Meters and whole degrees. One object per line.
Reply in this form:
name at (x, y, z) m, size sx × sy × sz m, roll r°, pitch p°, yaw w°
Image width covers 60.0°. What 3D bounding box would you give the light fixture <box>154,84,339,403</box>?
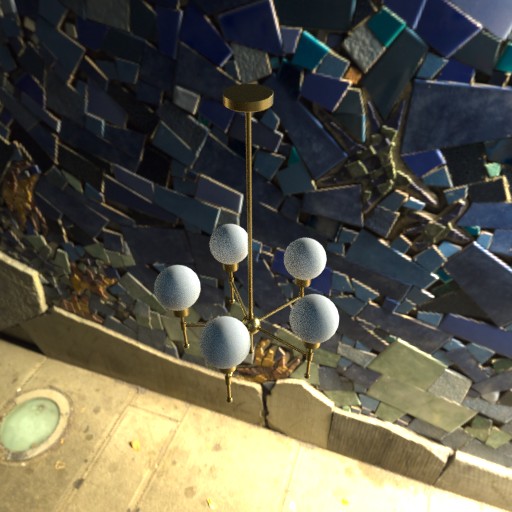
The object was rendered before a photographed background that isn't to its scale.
light fixture at (0.000, 0.000, 1.826) m, size 0.785 × 1.331 × 0.815 m, roll 24°, pitch 46°, yaw 26°
